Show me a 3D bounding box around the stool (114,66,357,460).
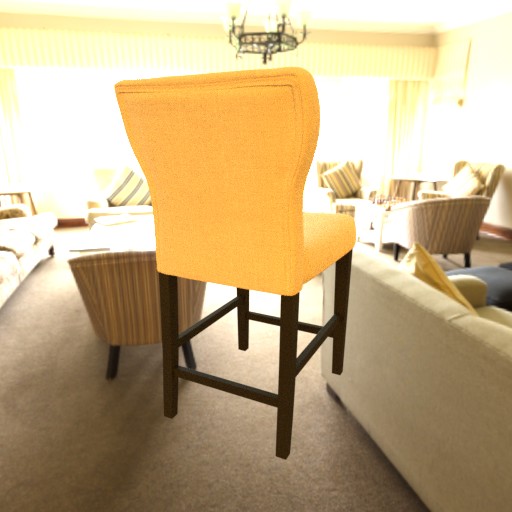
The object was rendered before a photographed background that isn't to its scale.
[{"bbox_3d":[0.000,0.000,1.329,0.514,0.972,0.603,8,18,26],"label":"stool"}]
